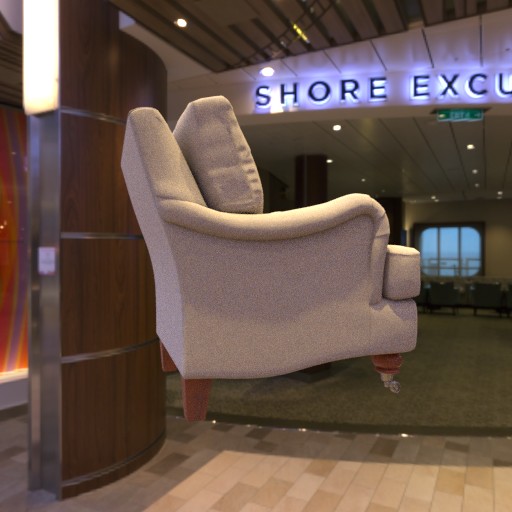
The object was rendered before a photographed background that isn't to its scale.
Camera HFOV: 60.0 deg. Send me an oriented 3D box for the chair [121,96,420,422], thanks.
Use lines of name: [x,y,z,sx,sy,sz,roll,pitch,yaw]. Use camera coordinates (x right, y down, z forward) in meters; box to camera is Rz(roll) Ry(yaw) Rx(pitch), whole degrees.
chair: [0.000,0.000,1.885,1.078,1.076,0.895,0,1,-18]
